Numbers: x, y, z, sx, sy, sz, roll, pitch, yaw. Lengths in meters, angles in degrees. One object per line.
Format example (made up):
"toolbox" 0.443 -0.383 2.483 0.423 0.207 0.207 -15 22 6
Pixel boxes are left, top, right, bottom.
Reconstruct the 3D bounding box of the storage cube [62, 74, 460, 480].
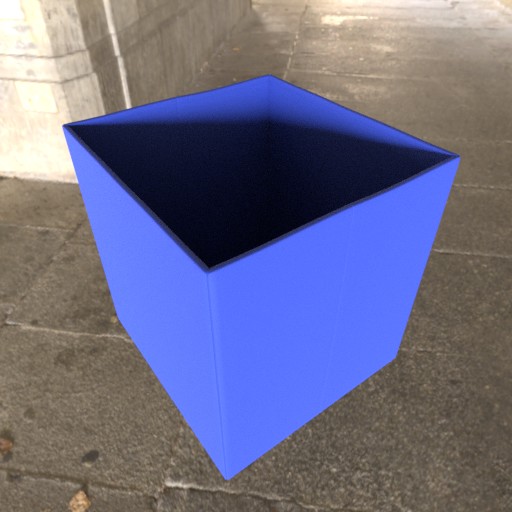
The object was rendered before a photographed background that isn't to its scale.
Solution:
"storage cube" 0.000 0.000 0.490 0.270 0.280 0.270 -25 46 -27
